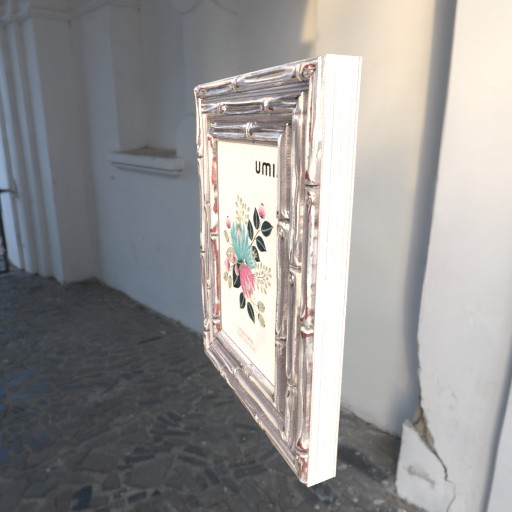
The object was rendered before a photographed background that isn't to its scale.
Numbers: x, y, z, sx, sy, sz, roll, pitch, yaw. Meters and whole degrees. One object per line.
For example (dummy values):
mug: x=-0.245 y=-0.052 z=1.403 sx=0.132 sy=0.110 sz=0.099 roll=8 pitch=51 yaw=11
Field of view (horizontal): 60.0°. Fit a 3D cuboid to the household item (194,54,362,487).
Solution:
household item: x=0.000 y=0.000 z=0.284 sx=0.025 sy=0.216 sz=0.165 roll=-8 pitch=18 yaw=-24
